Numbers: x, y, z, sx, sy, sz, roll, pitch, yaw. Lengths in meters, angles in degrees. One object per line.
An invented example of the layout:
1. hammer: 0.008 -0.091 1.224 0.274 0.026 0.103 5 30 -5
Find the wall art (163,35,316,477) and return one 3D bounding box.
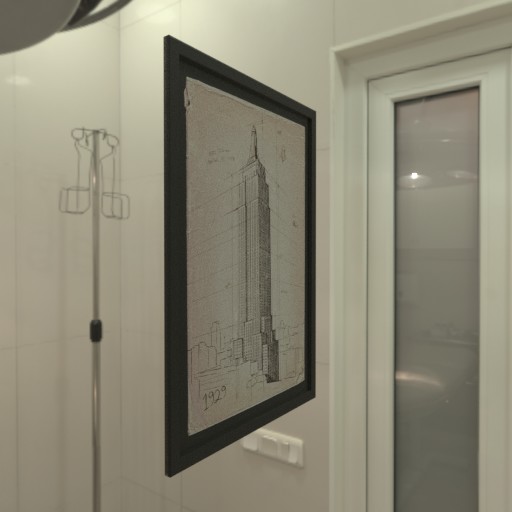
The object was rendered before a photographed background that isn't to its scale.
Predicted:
1. wall art: 0.000 0.000 0.846 0.012 0.661 0.451 1 1 36
